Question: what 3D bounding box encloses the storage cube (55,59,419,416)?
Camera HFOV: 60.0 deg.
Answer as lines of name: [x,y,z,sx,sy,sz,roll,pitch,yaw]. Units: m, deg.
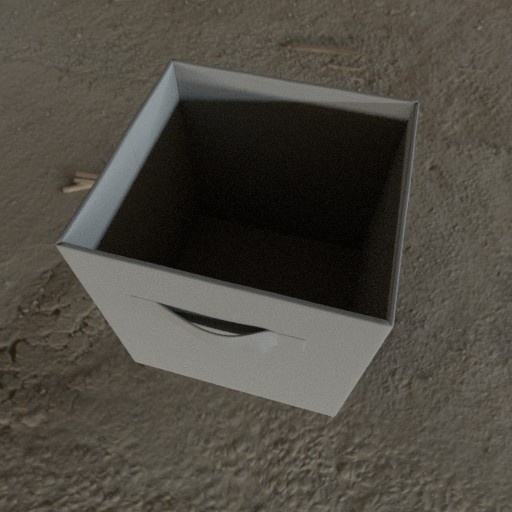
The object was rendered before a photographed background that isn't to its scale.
storage cube: [0.000,0.000,0.507,0.270,0.280,0.270,13,58,8]
